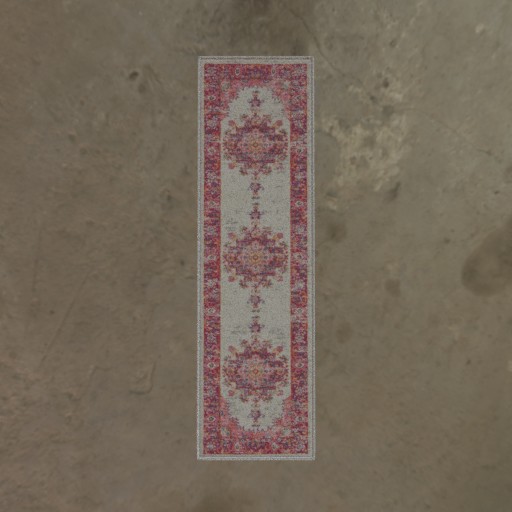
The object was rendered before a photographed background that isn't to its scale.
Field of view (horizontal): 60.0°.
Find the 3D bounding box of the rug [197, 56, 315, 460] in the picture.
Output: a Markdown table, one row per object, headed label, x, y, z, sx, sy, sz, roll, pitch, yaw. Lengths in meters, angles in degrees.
| label | x | y | z | sx | sy | sz | roll | pitch | yaw |
| --- | --- | --- | --- | --- | --- | --- | --- | --- | --- |
| rug | 0.000 | 0.000 | 2.517 | 0.666 | 0.011 | 2.294 | 0 | 89 | 0 |
